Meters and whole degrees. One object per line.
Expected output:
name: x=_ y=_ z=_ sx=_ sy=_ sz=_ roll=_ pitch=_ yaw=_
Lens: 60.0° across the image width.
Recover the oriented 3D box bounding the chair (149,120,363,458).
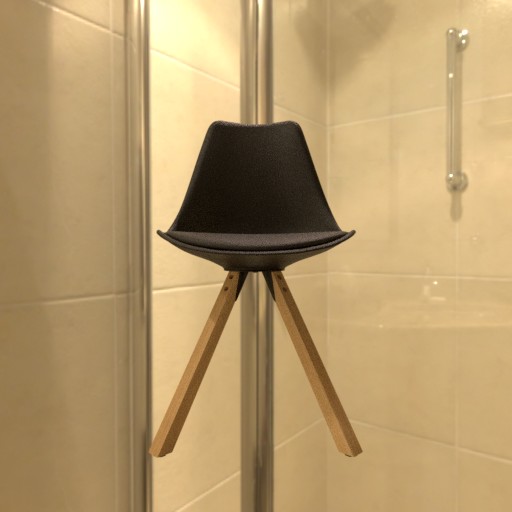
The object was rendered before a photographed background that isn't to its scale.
chair: x=0.000 y=0.000 z=1.166 sx=0.485 sy=0.850 sz=0.549 roll=0 pitch=1 yaw=0
